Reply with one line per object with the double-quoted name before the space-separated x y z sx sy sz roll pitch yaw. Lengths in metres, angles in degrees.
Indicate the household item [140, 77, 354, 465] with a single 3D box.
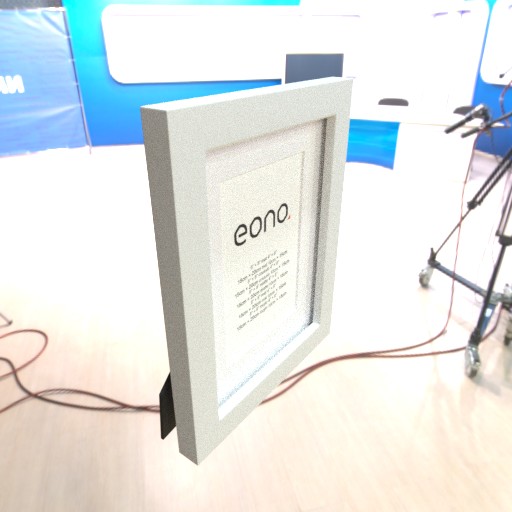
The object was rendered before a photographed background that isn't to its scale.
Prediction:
"household item" 0.000 0.000 0.350 0.045 0.250 0.200 19 32 32
